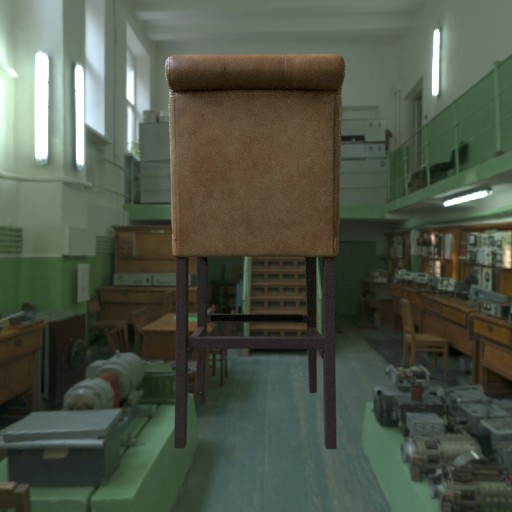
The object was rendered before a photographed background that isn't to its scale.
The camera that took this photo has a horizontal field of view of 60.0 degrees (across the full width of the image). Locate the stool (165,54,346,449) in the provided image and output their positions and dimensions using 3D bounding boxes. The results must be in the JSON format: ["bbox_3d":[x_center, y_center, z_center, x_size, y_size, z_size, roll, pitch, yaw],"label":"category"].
[{"bbox_3d":[0.000,0.000,1.406,0.493,1.047,0.601,0,1,1],"label":"stool"}]
